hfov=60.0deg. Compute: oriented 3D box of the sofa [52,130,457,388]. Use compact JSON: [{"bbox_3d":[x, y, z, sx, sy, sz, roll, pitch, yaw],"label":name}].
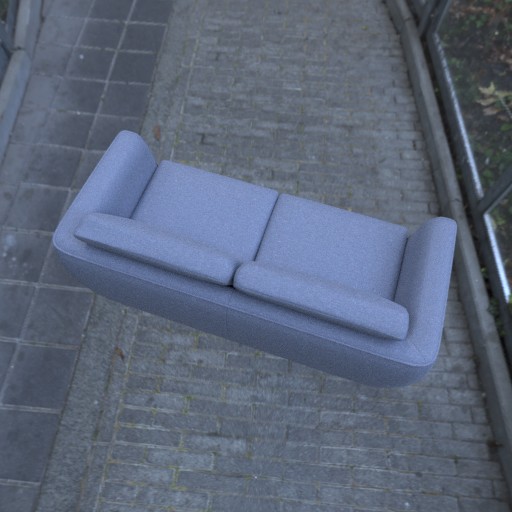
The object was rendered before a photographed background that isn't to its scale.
[{"bbox_3d":[0.000,0.000,2.520,2.000,0.870,0.920,17,65,8],"label":"sofa"}]
